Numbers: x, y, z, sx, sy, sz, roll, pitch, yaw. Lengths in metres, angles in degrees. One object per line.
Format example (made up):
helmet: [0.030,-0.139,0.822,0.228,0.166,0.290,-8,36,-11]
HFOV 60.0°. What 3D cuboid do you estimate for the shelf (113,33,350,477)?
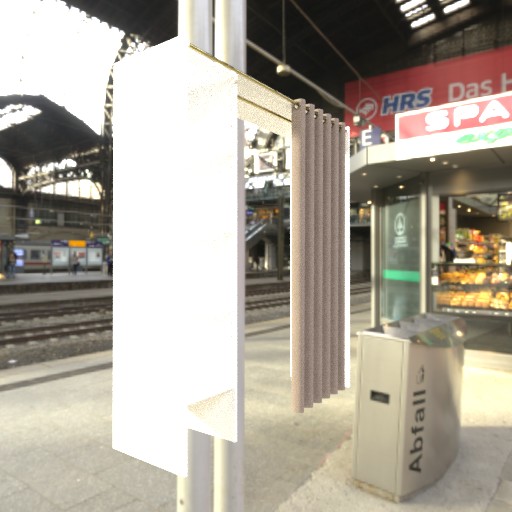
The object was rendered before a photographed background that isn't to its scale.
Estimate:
shelf: [0.000,0.000,2.592,0.500,1.820,1.600,0,-1,36]
